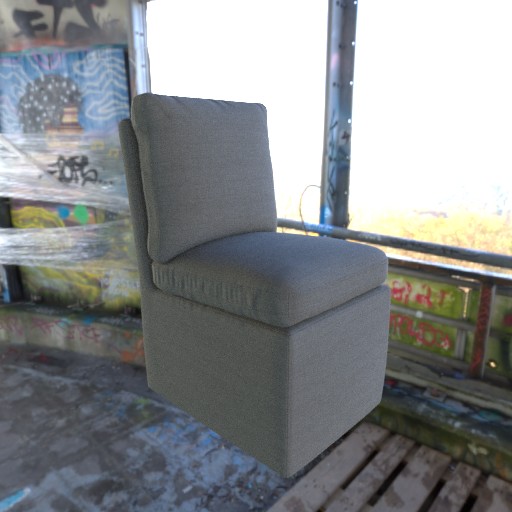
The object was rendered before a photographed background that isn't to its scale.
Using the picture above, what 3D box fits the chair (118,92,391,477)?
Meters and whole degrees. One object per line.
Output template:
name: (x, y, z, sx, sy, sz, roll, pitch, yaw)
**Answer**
chair: (0.000, 0.000, 1.338, 0.698, 0.927, 0.503, 13, 20, 42)
